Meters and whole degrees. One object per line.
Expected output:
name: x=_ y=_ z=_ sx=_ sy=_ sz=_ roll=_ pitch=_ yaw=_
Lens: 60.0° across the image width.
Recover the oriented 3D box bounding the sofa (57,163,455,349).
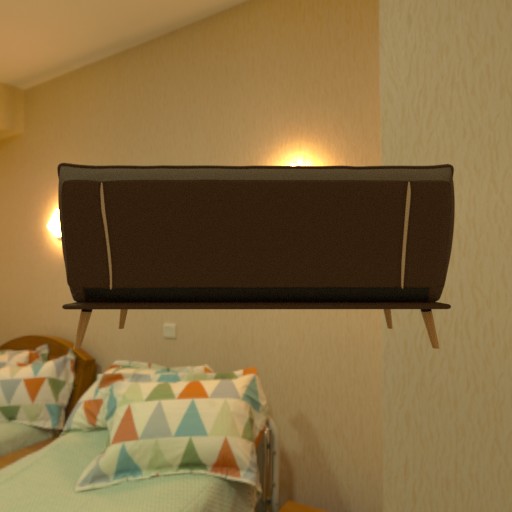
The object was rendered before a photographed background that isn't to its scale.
sofa: x=0.000 y=0.000 z=2.451 sx=1.940 sy=0.890 sz=0.950 roll=0 pitch=-2 yaw=0
